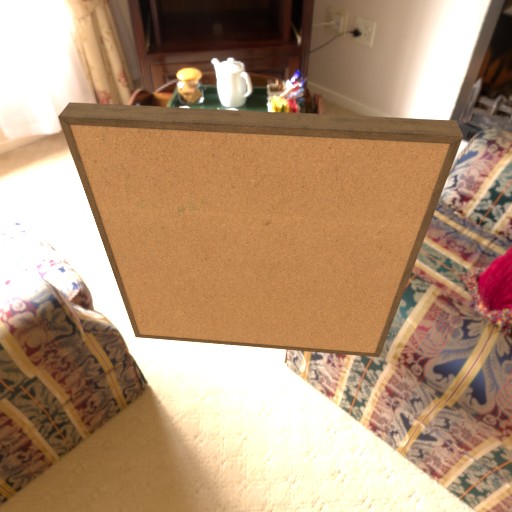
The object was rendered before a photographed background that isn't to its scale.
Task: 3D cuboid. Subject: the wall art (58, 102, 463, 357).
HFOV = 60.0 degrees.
[{"bbox_3d":[0.000,0.000,0.750,0.508,0.508,0.038,4,46,4],"label":"wall art"}]
